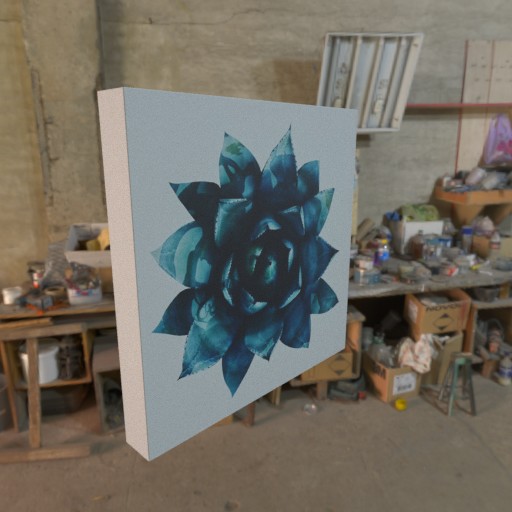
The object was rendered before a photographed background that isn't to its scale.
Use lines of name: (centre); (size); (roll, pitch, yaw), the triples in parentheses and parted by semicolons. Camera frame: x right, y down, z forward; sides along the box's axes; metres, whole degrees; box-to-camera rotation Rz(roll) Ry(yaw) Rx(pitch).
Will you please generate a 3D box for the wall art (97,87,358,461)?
wall art: (0.000, 0.000, 0.464); (0.038, 0.305, 0.305); (13, 19, 42)
